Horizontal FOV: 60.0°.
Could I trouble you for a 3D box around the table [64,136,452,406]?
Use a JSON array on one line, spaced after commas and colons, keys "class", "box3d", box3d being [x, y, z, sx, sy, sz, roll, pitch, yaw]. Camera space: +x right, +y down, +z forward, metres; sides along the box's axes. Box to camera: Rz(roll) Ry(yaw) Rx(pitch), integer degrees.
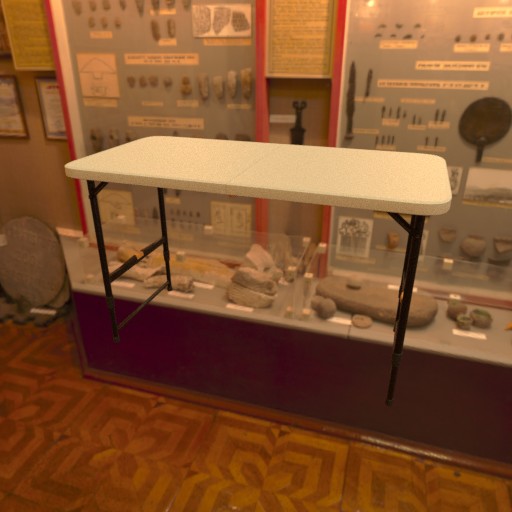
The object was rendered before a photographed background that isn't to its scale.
[{"class": "table", "box3d": [0.000, 0.000, 1.695, 1.245, 0.737, 0.611, 8, 27, 17]}]
